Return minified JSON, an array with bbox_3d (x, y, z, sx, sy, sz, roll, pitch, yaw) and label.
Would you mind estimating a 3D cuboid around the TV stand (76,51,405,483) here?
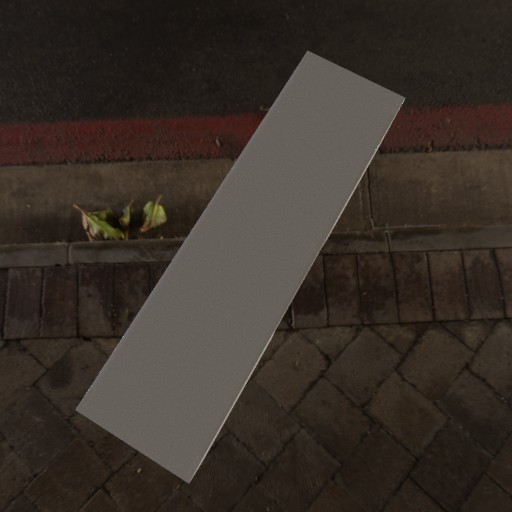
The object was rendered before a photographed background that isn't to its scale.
[{"bbox_3d":[0.000,0.000,1.712,0.410,0.440,1.500,29,77,7],"label":"TV stand"}]
